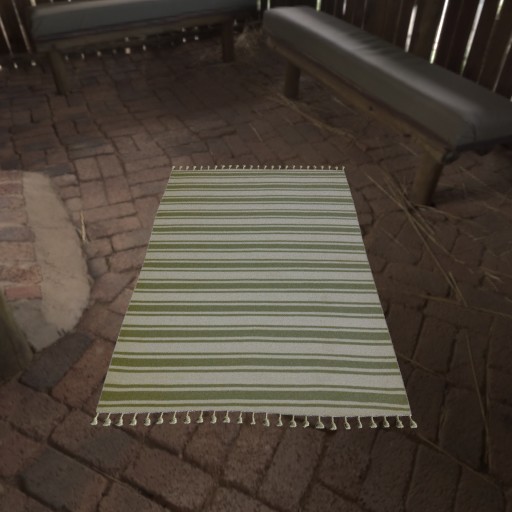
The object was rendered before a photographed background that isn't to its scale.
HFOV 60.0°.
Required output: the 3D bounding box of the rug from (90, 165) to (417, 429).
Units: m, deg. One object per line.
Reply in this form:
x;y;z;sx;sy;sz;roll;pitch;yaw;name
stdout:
0.000;0.000;2.277;1.162;0.013;1.875;0;41;1;rug
